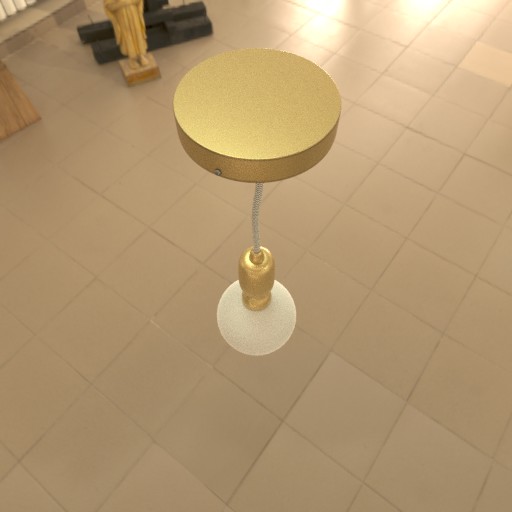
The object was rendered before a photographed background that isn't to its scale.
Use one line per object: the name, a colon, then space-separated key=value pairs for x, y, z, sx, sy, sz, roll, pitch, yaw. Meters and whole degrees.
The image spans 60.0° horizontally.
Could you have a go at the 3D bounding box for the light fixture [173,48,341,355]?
light fixture: x=0.000 y=0.000 z=0.594 sx=0.146 sy=0.510 sz=0.147 roll=32 pitch=63 yaw=18
